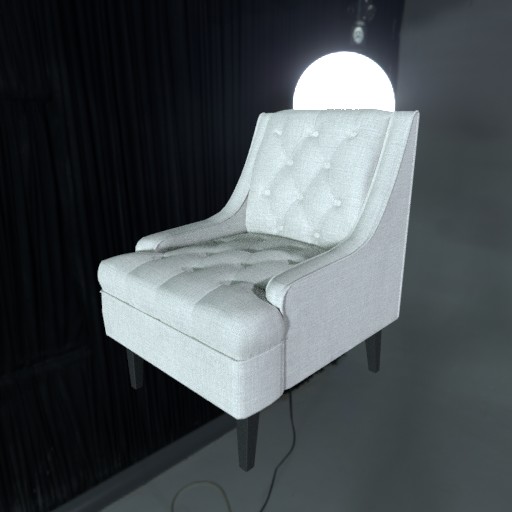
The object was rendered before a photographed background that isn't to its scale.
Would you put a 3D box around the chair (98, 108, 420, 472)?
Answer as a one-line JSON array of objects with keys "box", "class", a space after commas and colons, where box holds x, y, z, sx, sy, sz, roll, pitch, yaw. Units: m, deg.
[{"box": [0.000, 0.000, 1.391, 0.658, 0.891, 0.772, 16, 23, 42], "class": "chair"}]
